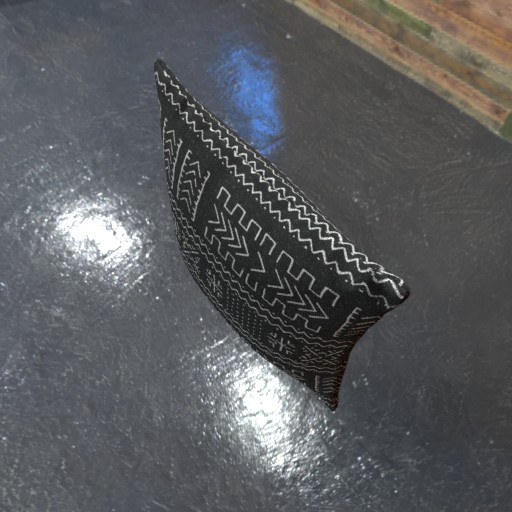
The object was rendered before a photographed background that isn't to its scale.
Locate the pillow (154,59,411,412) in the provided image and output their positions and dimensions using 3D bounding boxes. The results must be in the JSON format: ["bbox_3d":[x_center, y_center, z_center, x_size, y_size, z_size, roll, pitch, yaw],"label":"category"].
[{"bbox_3d":[0.000,0.000,0.657,0.164,0.430,0.438,-33,64,-19],"label":"pillow"}]
